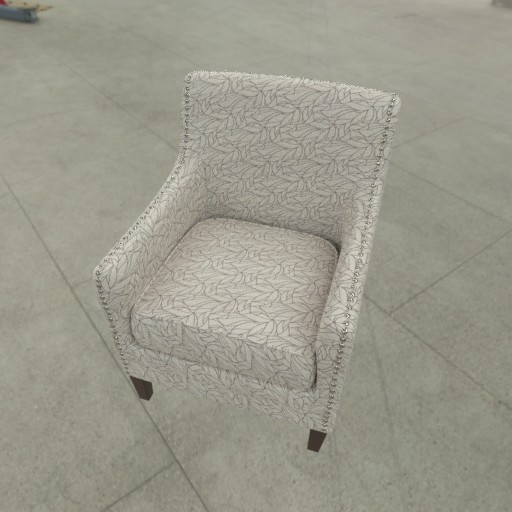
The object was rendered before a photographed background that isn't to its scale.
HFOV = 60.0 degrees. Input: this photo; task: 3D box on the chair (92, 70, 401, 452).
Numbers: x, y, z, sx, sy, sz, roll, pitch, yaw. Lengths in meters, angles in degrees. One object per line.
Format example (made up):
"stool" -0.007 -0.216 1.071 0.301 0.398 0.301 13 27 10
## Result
"chair" 0.000 0.000 1.273 0.623 0.816 0.651 12 42 13
